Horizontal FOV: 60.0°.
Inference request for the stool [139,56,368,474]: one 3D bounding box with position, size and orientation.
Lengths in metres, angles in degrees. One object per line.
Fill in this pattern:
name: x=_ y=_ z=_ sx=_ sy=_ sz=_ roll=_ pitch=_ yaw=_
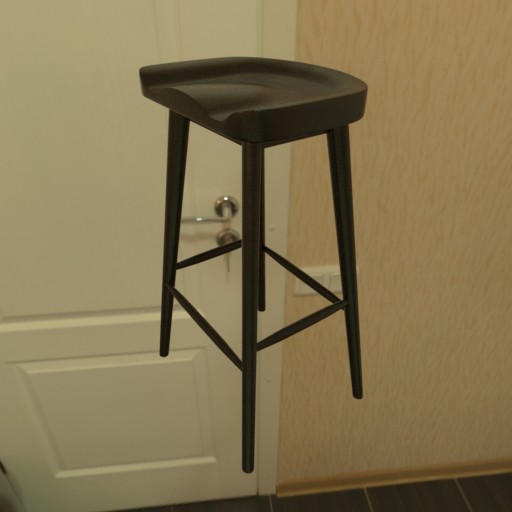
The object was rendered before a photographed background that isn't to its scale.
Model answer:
stool: x=0.000 y=0.000 z=0.974 sx=0.361 sy=0.749 sz=0.440 roll=-21 pitch=38 yaw=-29
